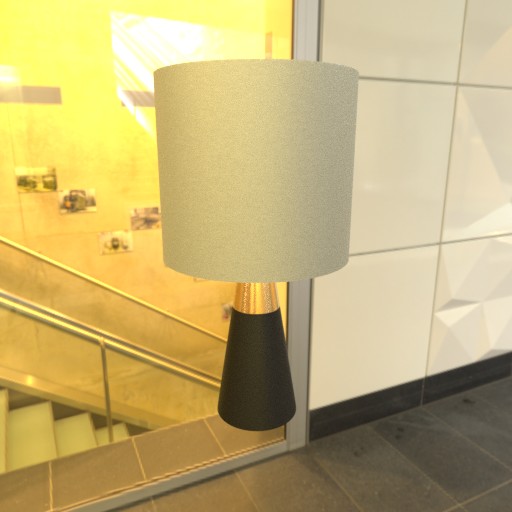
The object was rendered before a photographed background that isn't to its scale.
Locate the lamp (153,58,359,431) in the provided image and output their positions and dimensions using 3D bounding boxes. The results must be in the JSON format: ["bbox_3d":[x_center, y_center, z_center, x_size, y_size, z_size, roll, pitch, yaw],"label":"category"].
[{"bbox_3d":[0.000,0.000,0.750,0.308,0.580,0.308,-14,20,-43],"label":"lamp"}]
